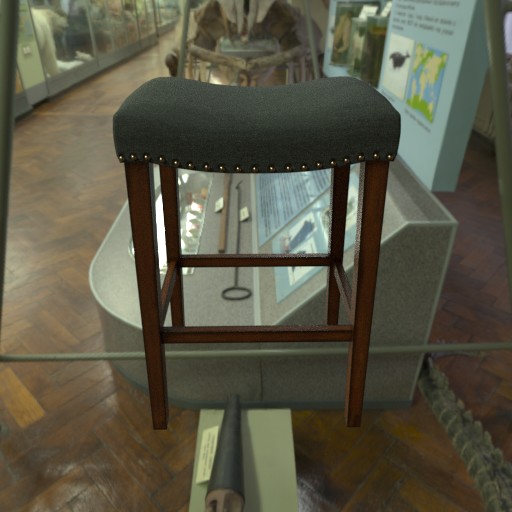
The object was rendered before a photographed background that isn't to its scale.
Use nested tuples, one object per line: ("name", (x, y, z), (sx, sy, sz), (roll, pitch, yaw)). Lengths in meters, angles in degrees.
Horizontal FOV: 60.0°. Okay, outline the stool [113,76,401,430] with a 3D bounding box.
("stool", (0.000, 0.000, 1.041), (0.502, 0.760, 0.366), (0, 30, -1))
